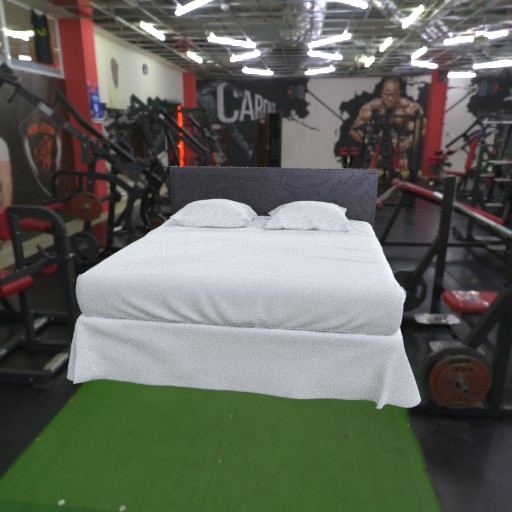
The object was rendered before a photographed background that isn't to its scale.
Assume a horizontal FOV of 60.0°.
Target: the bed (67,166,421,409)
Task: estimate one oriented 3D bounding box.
[{"bbox_3d":[0.000,0.000,3.453,2.255,1.158,2.165,2,17,8],"label":"bed"}]
